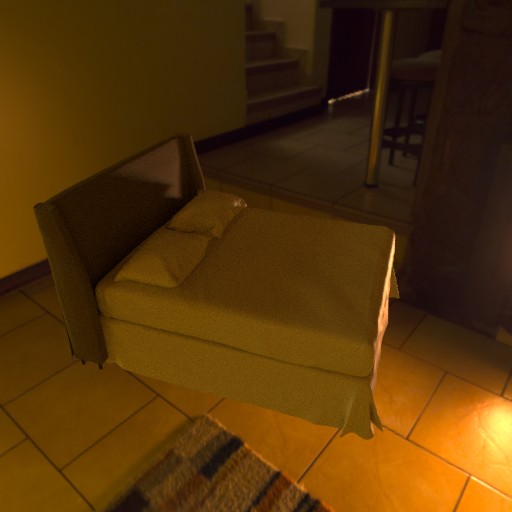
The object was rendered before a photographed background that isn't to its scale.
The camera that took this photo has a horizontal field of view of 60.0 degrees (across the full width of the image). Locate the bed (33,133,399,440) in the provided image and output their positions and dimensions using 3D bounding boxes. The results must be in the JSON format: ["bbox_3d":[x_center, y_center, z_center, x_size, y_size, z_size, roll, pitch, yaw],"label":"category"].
[{"bbox_3d":[0.000,0.000,3.486,2.276,1.332,1.925,10,31,17],"label":"bed"}]
